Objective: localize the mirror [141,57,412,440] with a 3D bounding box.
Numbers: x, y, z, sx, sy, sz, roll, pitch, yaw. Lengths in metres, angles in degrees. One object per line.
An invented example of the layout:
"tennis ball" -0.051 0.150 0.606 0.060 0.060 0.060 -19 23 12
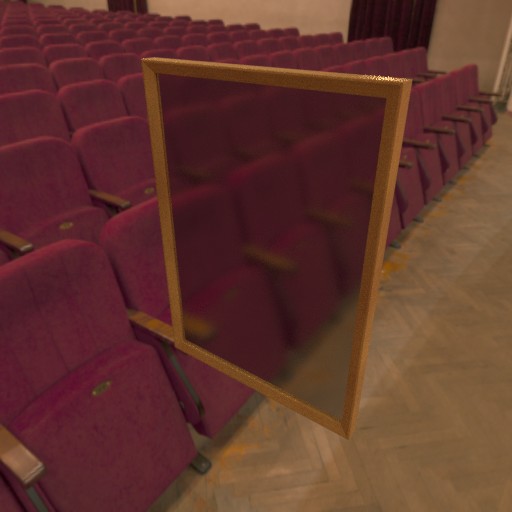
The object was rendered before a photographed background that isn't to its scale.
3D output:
"mirror" 0.000 0.000 0.901 0.507 0.710 0.039 19 35 30
